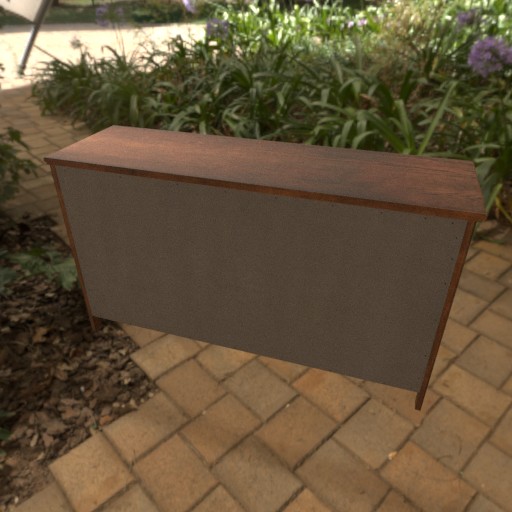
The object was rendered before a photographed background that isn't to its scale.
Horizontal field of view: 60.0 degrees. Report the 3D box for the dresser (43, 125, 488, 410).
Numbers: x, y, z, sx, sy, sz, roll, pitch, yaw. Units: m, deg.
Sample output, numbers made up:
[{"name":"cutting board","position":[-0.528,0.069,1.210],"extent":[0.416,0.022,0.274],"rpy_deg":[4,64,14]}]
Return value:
[{"name":"dresser","position":[0.000,0.000,1.886],"extent":[1.551,0.856,0.463],"rpy_deg":[10,33,15]}]
